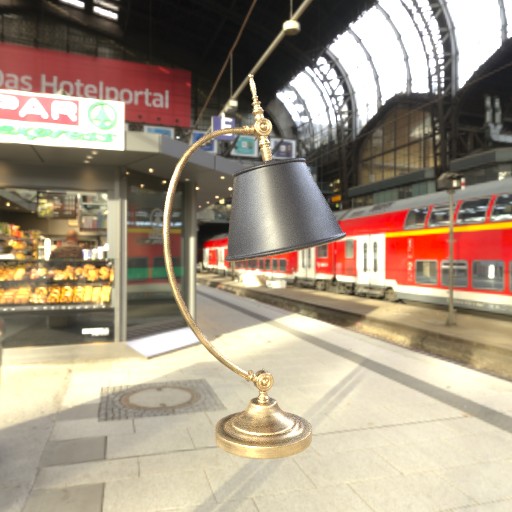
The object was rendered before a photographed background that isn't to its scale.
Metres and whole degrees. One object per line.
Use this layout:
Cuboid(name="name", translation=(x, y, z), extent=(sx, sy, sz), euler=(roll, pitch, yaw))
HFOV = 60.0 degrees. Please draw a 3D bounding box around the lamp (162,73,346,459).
Cuboid(name="lamp", translation=(0.000, 0.000, 0.825), extent=(0.344, 0.675, 0.235), euler=(0, 0, -19))
